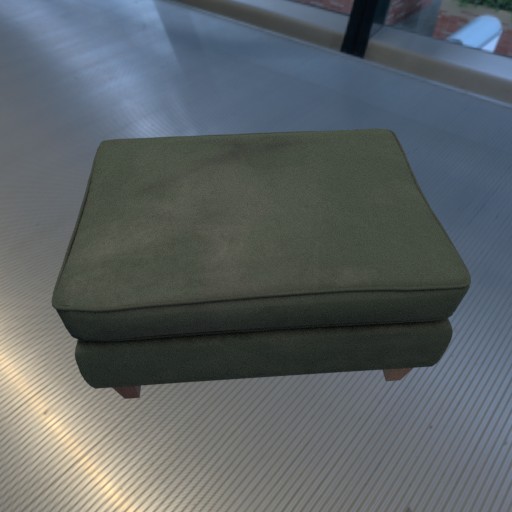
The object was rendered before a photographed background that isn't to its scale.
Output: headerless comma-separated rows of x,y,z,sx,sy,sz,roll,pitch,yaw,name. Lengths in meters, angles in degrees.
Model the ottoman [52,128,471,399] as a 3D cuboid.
0.000,0.000,1.221,0.864,0.495,0.632,-3,47,-3,ottoman
